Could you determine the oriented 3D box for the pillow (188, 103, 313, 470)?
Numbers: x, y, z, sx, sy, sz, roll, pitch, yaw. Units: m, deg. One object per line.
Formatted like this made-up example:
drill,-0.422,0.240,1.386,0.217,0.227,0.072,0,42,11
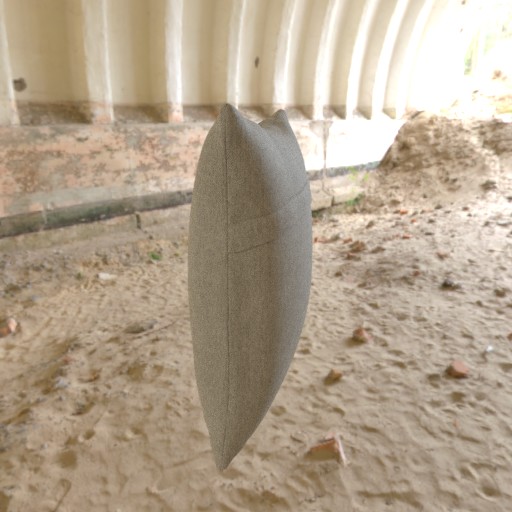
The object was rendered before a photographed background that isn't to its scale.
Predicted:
pillow,0.000,0.000,0.685,0.173,0.436,0.433,3,18,10
